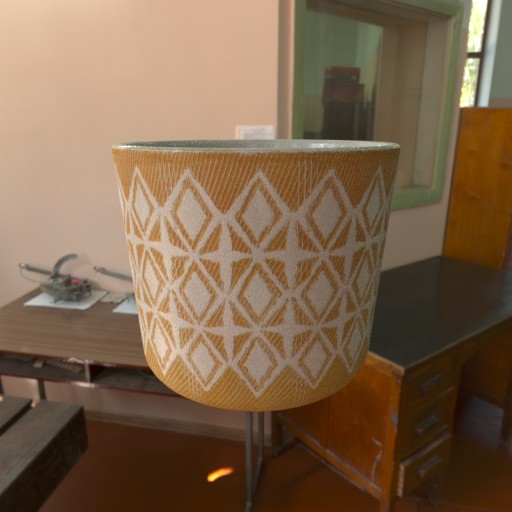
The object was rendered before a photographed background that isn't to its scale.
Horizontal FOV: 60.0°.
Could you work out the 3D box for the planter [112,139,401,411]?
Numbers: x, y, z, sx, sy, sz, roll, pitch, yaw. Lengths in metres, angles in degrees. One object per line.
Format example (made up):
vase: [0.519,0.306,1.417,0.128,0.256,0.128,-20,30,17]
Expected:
planter: [0.000,0.000,0.332,0.193,0.165,0.193,0,16,0]
